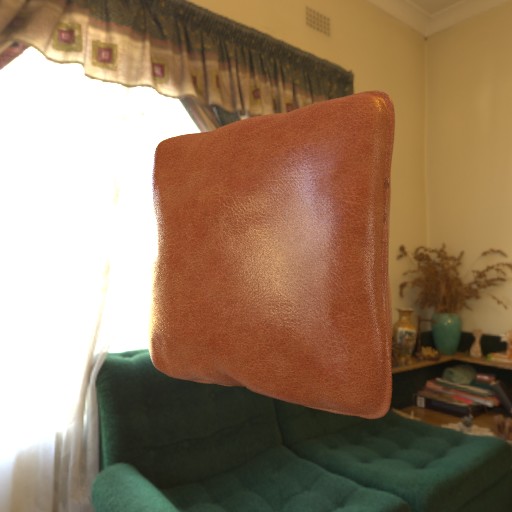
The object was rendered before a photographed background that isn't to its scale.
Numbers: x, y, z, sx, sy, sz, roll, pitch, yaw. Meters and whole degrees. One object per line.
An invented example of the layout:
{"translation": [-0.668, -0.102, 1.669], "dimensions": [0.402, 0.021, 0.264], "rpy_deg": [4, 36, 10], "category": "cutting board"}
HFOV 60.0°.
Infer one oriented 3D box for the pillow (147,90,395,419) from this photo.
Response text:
{"translation": [0.000, 0.000, 0.838], "dimensions": [0.532, 0.523, 0.236], "rpy_deg": [-1, -2, 35], "category": "pillow"}
